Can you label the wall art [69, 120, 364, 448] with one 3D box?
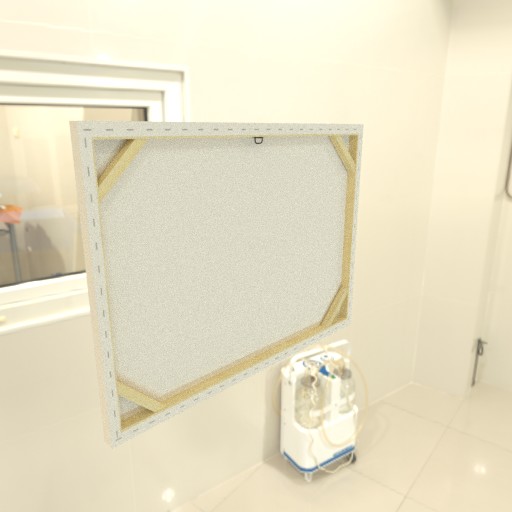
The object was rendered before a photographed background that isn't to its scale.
[{"bbox_3d":[0.000,0.000,1.325,1.016,0.762,0.038,-15,22,-42],"label":"wall art"}]
